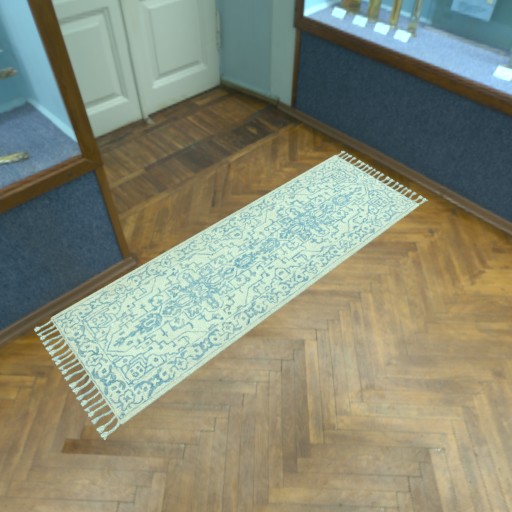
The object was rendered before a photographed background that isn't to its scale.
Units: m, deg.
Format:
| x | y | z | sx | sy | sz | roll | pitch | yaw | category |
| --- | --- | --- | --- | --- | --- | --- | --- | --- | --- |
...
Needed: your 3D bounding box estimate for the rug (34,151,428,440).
| x | y | z | sx | sy | sz | roll | pitch | yaw | category |
| --- | --- | --- | --- | --- | --- | --- | --- | --- | --- |
| 0.000 | 0.000 | 2.677 | 2.449 | 0.011 | 0.774 | -33 | 56 | -26 | rug |
